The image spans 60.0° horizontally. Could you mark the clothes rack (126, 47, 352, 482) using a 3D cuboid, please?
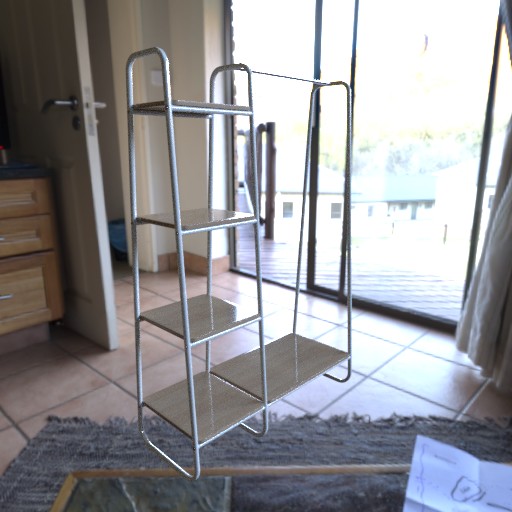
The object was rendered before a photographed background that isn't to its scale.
[{"bbox_3d":[0.000,0.000,1.905,0.400,1.500,1.011,13,19,43],"label":"clothes rack"}]
